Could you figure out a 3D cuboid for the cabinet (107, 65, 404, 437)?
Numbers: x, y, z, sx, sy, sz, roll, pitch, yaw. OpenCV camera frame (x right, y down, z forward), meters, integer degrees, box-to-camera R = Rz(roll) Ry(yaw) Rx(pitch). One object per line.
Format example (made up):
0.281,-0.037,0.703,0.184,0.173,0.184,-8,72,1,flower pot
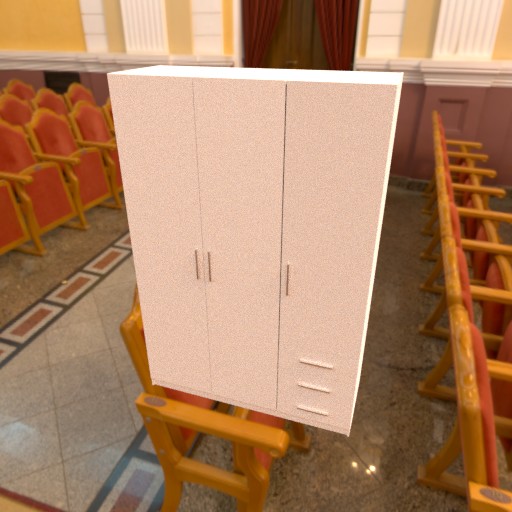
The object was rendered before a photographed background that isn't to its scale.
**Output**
0.000,0.000,2.495,1.290,1.910,0.510,9,29,17,cabinet
